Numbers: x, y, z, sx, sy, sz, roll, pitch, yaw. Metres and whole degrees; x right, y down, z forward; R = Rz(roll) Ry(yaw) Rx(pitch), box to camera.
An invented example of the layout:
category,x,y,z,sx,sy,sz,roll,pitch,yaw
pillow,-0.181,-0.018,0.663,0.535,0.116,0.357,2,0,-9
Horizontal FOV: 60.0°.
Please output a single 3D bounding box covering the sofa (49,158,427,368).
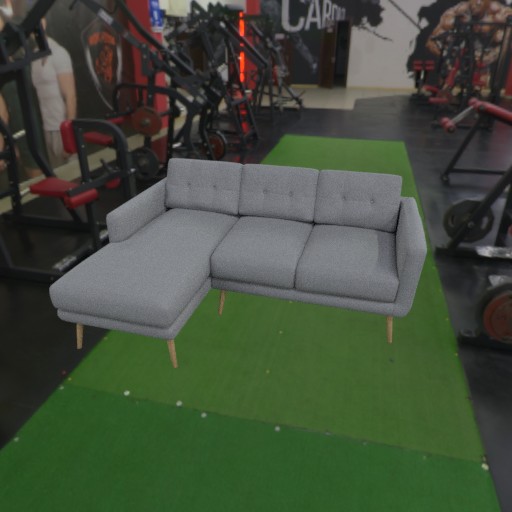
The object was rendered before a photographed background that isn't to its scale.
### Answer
category,x,y,z,sx,sy,sz,roll,pitch,yaw
sofa,0.000,0.000,2.904,2.040,0.860,1.530,7,28,14
